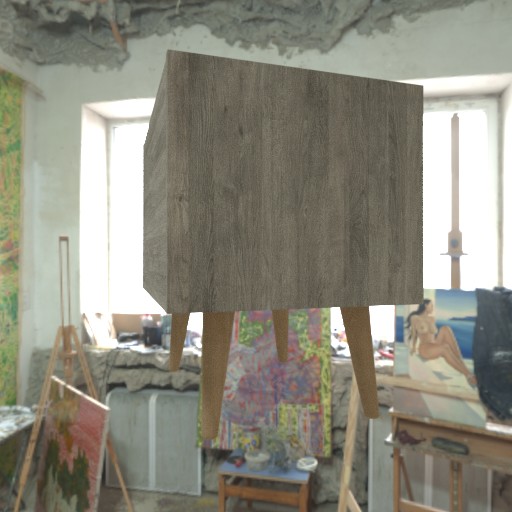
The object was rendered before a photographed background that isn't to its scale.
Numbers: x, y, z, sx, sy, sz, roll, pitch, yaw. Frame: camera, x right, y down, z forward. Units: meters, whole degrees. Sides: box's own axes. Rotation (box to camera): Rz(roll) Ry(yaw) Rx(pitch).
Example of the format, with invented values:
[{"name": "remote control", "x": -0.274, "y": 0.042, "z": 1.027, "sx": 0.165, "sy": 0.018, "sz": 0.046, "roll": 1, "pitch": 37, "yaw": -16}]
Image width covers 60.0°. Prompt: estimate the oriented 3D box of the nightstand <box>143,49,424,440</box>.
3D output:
[{"name": "nightstand", "x": 0.000, "y": 0.000, "z": 0.823, "sx": 0.380, "sy": 0.500, "sz": 0.480, "roll": 0, "pitch": 0, "yaw": -18}]
